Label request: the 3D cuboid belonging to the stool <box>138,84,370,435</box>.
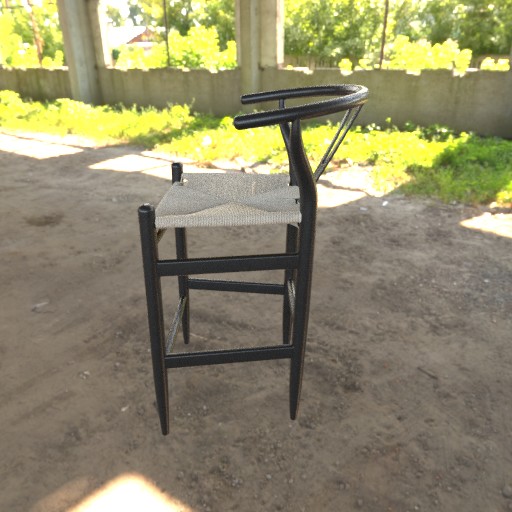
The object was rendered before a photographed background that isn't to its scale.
[{"bbox_3d":[0.000,0.000,1.352,0.579,0.970,0.569,0,24,0],"label":"stool"}]
